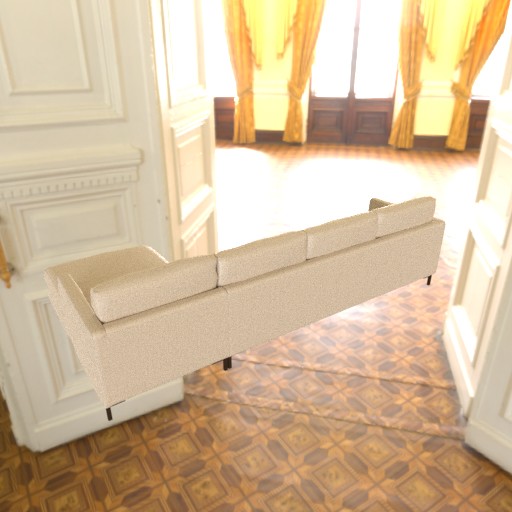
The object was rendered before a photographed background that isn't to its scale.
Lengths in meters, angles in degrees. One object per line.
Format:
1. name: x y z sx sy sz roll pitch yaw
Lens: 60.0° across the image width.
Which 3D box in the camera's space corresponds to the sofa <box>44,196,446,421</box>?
1. sofa: 0.000 0.000 3.273 2.731 0.755 1.258 -16 30 -30
